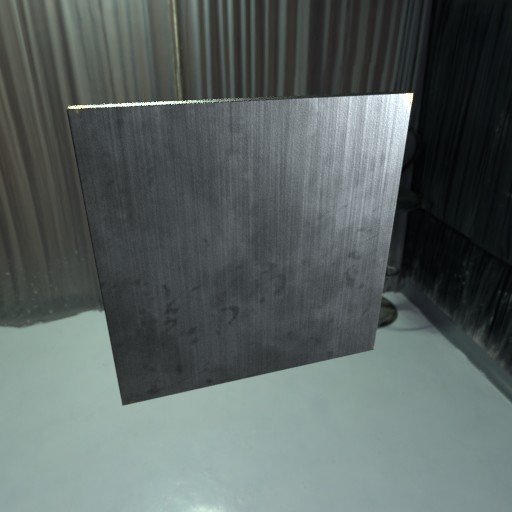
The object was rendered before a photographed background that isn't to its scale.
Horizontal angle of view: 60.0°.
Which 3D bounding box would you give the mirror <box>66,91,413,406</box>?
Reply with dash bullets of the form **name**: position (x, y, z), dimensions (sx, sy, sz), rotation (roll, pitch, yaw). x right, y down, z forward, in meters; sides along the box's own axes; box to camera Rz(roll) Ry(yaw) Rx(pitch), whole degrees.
- **mirror**: position (0.000, 0.000, 0.564), dimensions (0.382, 0.381, 0.020), rotation (-8, 29, -16)
